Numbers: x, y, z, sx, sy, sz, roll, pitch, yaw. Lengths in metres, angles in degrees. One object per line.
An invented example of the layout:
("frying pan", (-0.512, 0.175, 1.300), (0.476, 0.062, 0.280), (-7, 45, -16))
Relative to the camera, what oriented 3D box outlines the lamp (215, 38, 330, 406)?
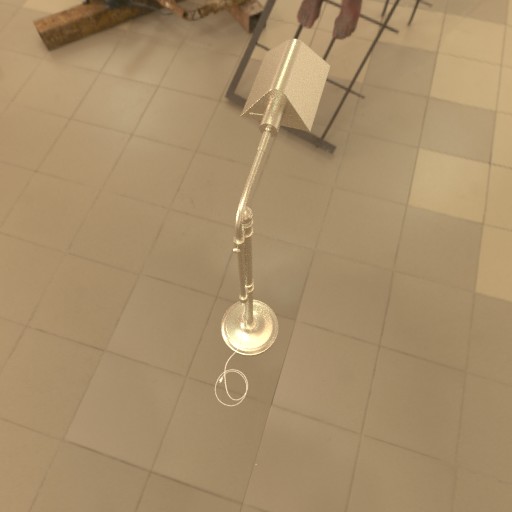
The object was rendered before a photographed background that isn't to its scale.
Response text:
("lamp", (0.000, 0.000, 0.942), (0.159, 0.708, 0.546), (16, 66, 7))
